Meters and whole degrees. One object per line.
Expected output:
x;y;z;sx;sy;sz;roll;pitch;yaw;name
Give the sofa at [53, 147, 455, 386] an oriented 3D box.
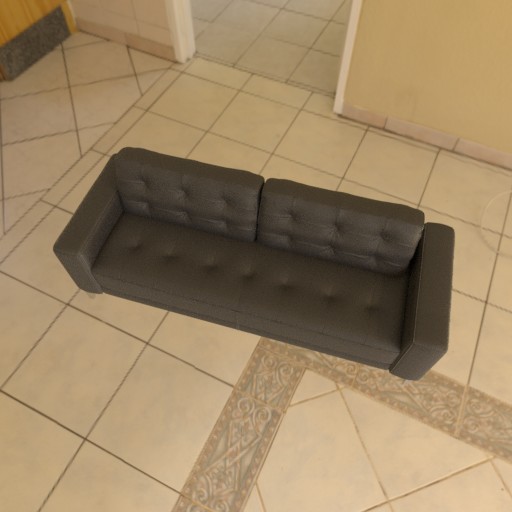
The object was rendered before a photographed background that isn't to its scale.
0.000;0.000;2.758;2.275;0.893;0.833;14;58;9;sofa
